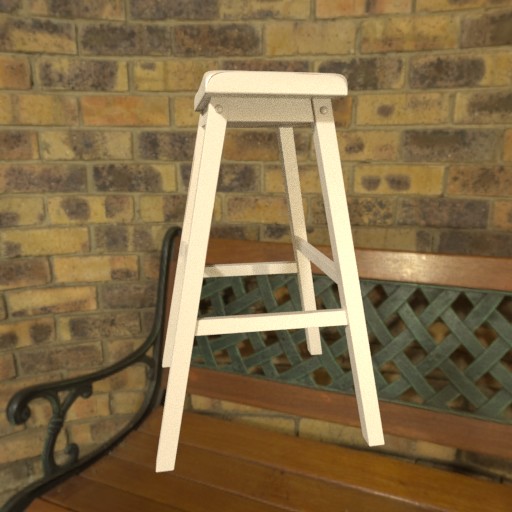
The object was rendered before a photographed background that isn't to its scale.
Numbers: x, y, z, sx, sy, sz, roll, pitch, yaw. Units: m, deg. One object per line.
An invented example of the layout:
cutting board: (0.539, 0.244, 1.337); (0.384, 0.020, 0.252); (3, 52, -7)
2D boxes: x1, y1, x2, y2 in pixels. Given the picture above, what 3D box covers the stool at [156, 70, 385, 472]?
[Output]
stool: (0.000, 0.000, 1.030); (0.476, 0.737, 0.457); (-2, 15, -10)
